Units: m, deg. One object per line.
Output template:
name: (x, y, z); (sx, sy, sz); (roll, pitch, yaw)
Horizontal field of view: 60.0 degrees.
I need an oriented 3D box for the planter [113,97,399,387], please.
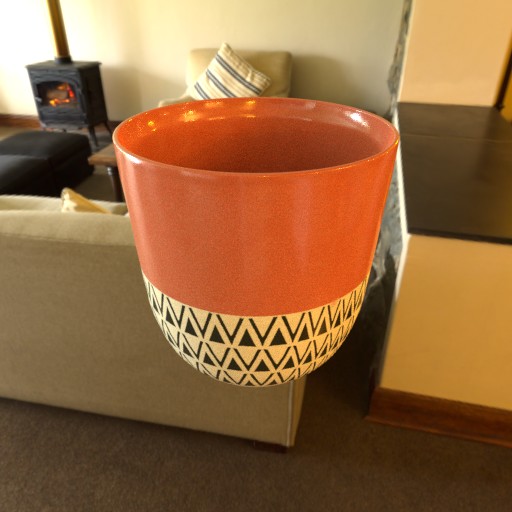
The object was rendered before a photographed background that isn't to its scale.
planter: (0.000, 0.000, 0.366); (0.195, 0.214, 0.195); (0, 31, 0)
